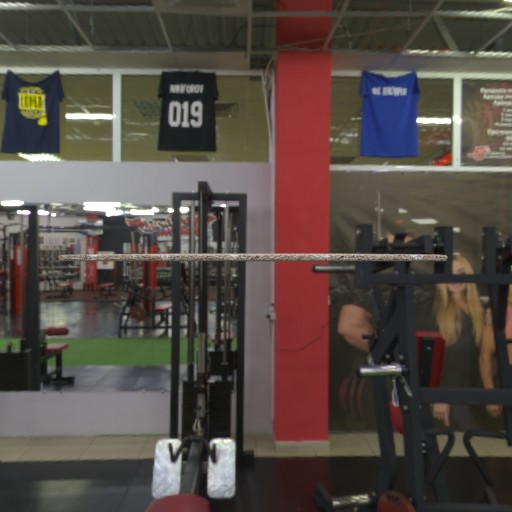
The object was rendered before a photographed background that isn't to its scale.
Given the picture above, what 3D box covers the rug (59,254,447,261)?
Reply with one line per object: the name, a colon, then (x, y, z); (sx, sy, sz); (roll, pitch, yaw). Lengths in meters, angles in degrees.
rug: (0.000, 0.000, 3.378); (1.778, 0.030, 2.743); (0, 0, 1)
